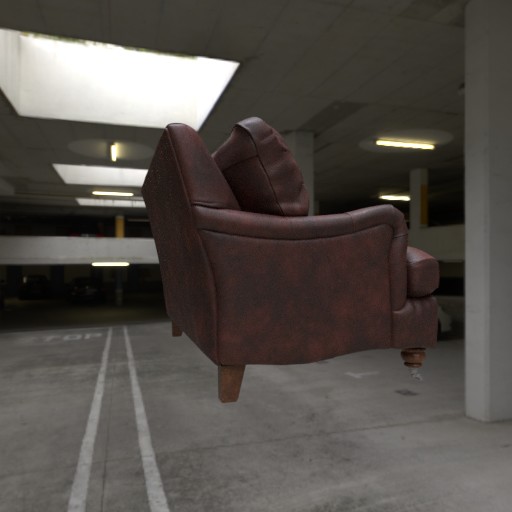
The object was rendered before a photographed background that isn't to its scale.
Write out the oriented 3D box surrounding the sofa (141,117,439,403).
[{"bbox_3d":[0.000,0.000,2.413,1.148,1.070,1.628,0,0,-18],"label":"sofa"}]
